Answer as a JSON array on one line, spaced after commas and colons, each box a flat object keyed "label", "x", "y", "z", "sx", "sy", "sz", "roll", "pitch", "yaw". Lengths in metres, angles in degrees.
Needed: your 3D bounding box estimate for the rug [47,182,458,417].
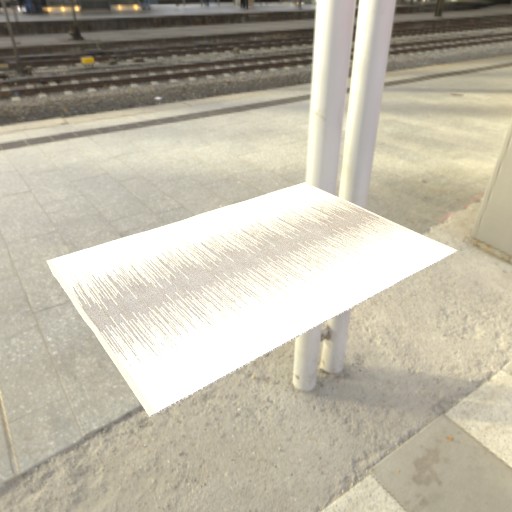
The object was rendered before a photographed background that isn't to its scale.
[{"label": "rug", "x": 0.000, "y": 0.000, "z": 2.344, "sx": 1.815, "sy": 0.007, "sz": 1.226, "roll": -21, "pitch": 37, "yaw": -31}]
